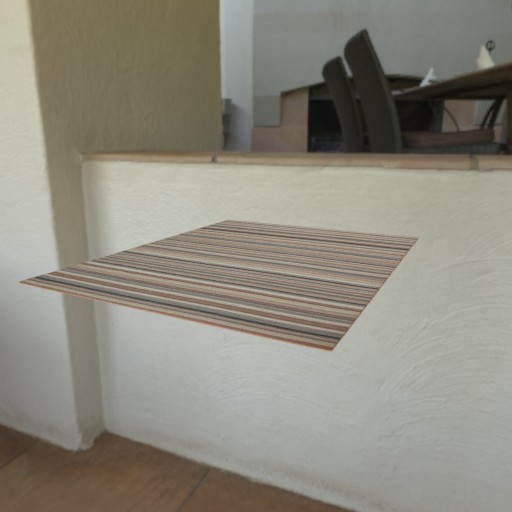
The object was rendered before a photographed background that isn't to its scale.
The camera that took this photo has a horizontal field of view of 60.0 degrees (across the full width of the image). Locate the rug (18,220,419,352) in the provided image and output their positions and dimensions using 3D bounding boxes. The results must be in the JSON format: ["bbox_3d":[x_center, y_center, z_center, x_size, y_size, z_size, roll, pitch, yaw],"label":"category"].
[{"bbox_3d":[0.000,0.000,4.071,2.436,0.011,3.045,7,16,26],"label":"rug"}]
